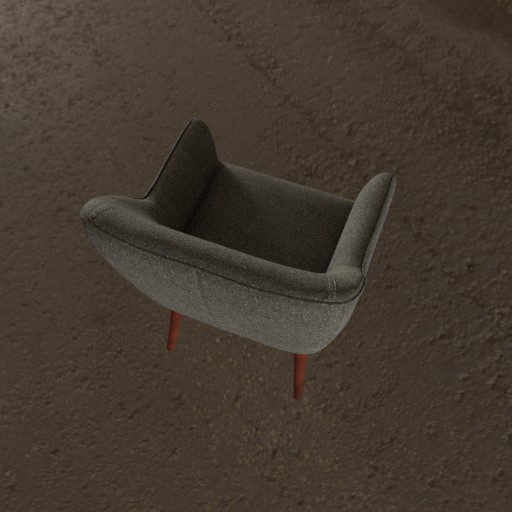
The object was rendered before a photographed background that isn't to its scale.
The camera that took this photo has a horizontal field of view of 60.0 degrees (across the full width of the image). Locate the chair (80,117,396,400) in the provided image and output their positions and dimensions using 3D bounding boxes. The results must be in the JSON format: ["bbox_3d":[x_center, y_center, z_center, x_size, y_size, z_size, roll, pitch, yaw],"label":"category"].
[{"bbox_3d":[0.000,0.000,1.124,0.543,0.803,0.519,18,63,10],"label":"chair"}]
